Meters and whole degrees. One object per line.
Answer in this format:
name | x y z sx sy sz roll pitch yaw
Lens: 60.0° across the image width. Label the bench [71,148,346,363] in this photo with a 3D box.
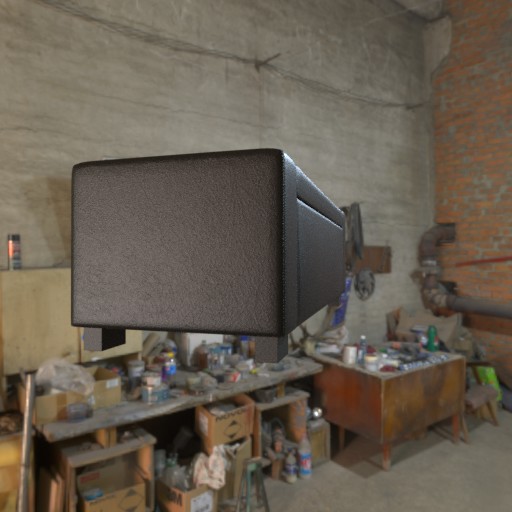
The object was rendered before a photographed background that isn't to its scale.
bench | 0.000 0.000 1.555 0.508 0.445 1.296 0 0 17
